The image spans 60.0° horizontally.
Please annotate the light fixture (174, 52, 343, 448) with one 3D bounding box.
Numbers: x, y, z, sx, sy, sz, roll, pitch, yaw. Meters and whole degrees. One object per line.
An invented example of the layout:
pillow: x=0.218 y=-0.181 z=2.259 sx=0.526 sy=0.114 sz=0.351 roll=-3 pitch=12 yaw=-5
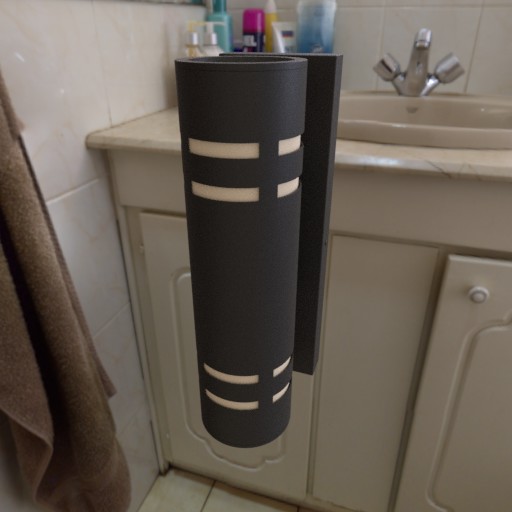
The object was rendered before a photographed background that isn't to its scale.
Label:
light fixture: x=0.000 y=0.000 z=0.403 sx=0.105 sy=0.330 sz=0.149 roll=9 pitch=28 yaw=18
